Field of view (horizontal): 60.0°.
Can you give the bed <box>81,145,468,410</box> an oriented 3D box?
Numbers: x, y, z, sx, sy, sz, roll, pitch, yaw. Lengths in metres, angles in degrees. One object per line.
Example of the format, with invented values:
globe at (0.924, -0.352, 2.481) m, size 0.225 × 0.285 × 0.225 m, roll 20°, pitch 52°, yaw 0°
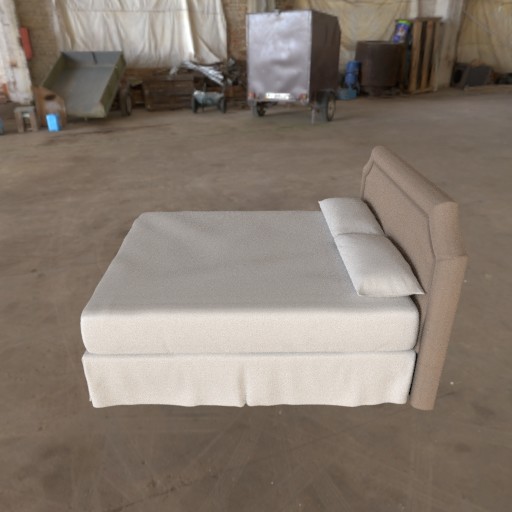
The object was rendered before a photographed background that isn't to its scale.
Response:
bed at (0.000, 0.000, 3.232) m, size 2.164 × 1.303 × 1.828 m, roll 0°, pitch 26°, yaw -1°
